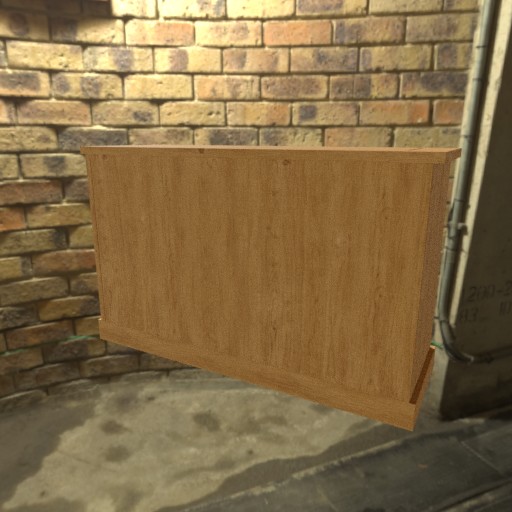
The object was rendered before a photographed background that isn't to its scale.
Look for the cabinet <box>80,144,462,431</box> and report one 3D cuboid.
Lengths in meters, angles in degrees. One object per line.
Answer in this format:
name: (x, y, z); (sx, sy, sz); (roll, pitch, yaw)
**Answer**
cabinet: (0.000, 0.000, 1.699); (1.321, 0.810, 0.432); (8, 17, 28)
